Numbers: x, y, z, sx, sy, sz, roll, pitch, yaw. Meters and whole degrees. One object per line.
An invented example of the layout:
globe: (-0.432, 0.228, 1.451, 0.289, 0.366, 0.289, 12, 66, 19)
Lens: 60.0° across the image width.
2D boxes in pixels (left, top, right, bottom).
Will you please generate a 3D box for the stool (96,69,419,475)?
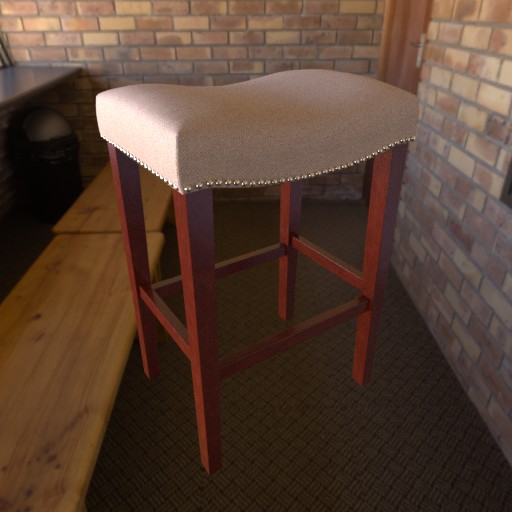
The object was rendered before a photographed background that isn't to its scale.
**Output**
stool: (0.000, 0.000, 0.995, 0.504, 0.742, 0.372, -18, 34, -29)
